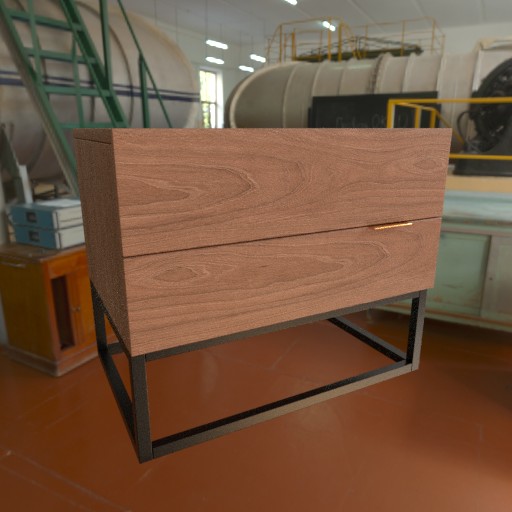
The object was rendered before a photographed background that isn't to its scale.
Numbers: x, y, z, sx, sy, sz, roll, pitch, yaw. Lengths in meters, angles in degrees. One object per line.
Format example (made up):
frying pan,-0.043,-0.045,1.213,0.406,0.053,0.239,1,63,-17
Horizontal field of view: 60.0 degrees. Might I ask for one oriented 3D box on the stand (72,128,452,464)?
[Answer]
stand,0.000,0.000,0.903,0.600,0.500,0.420,-8,18,-27
